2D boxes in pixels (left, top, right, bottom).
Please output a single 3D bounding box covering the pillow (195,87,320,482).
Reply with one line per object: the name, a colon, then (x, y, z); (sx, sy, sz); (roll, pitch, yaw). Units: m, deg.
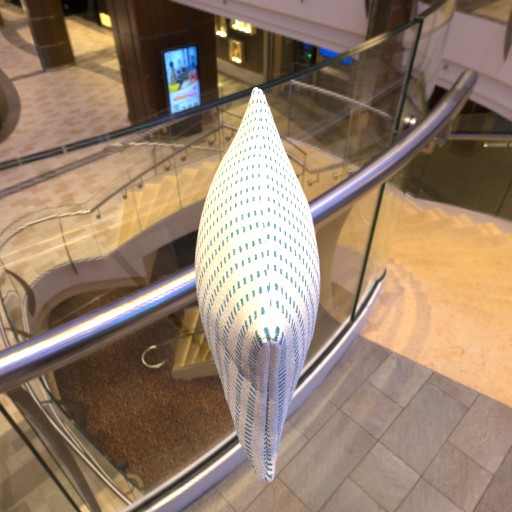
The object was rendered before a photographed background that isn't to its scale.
pillow: (0.000, 0.000, 0.784); (0.210, 0.353, 0.640); (-1, 42, -1)
